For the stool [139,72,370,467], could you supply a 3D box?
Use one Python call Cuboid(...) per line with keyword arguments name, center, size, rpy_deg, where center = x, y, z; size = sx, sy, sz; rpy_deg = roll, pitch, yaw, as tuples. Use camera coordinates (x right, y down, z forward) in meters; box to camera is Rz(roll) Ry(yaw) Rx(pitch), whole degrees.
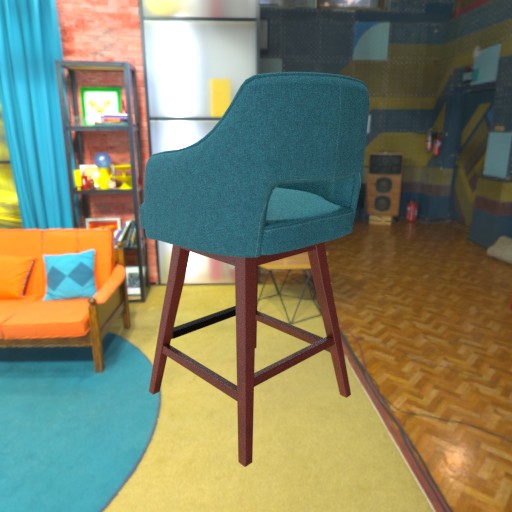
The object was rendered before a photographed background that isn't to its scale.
Cuboid(name="stool", center=(0.000, 0.000, 1.315), size=(0.548, 0.961, 0.556), rpy_deg=(-15, 22, -42))
